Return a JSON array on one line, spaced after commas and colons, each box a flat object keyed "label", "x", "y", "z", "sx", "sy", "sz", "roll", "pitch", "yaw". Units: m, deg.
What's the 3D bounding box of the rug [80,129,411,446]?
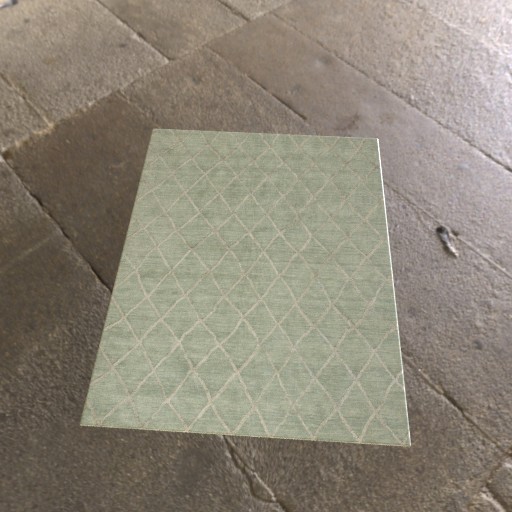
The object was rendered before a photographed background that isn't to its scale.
[{"label": "rug", "x": 0.000, "y": 0.000, "z": 3.994, "sx": 2.420, "sy": 0.019, "sz": 3.039, "roll": 3, "pitch": 60, "yaw": 2}]
